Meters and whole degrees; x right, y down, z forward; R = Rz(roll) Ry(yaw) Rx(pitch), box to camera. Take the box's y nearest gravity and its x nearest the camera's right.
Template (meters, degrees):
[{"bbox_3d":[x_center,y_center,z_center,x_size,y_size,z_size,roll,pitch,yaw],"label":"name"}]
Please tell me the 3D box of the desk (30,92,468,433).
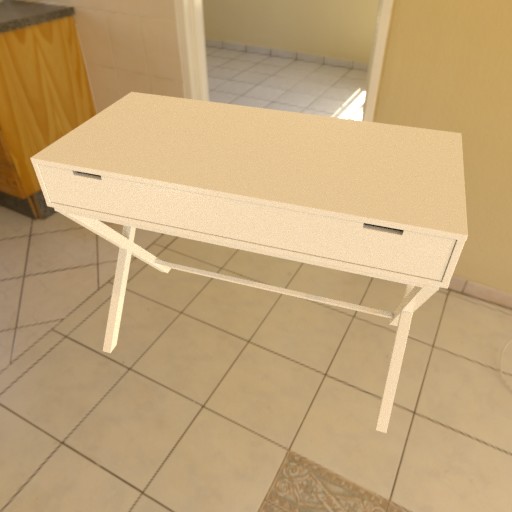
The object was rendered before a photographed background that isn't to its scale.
[{"bbox_3d":[0.000,0.000,1.446,1.059,0.780,0.509,12,41,14],"label":"desk"}]
